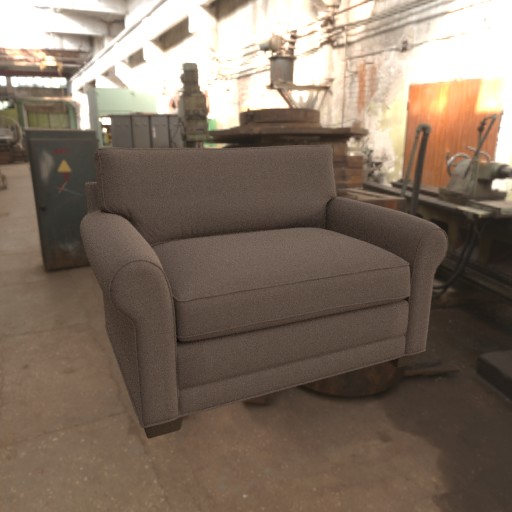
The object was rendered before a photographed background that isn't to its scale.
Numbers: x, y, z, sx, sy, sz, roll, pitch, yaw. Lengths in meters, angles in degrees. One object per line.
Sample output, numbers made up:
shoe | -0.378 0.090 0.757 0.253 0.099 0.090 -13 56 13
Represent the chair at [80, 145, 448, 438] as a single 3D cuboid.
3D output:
chair | 0.000 0.000 1.957 1.390 0.930 0.930 -7 17 -25
